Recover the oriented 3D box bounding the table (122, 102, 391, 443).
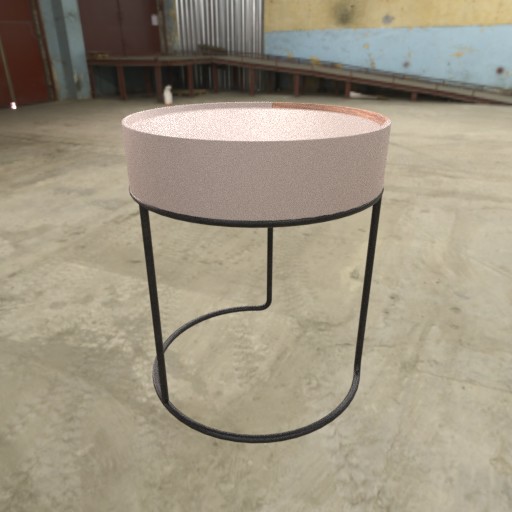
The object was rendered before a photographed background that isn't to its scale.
[{"bbox_3d":[0.000,0.000,0.874,0.450,0.530,0.450,0,25,0],"label":"table"}]
